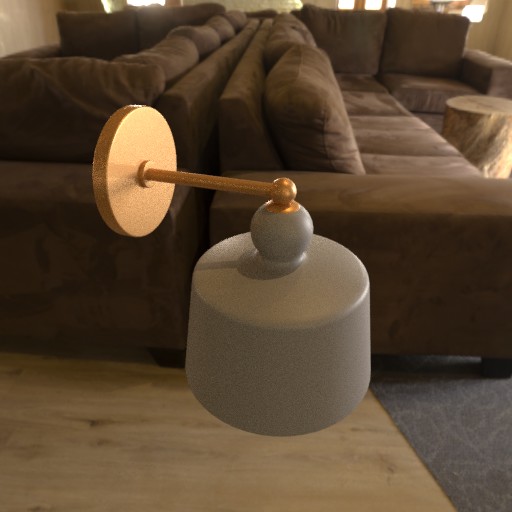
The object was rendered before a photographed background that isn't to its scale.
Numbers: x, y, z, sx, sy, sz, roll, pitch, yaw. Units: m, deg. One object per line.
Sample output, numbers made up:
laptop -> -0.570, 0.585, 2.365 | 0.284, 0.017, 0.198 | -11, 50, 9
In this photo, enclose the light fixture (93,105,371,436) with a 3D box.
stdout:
light fixture -> 0.000, 0.000, 0.437 | 0.254, 0.268, 0.204 | 10, 33, 16
